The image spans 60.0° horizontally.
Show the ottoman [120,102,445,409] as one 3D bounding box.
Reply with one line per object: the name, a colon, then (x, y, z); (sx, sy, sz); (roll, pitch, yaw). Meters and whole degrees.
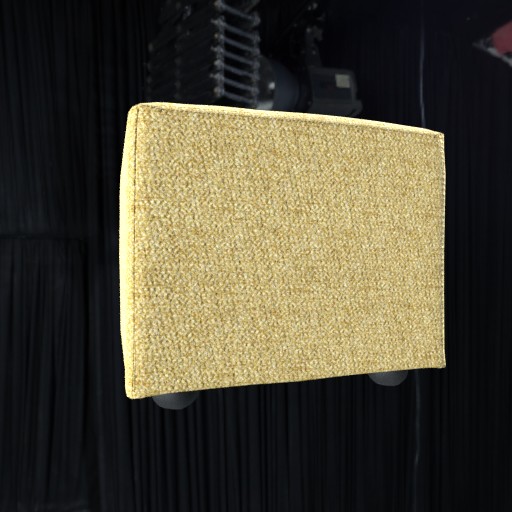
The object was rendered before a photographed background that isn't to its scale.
ottoman: (0.000, 0.000, 0.870); (0.505, 0.441, 0.512); (0, 1, -18)
